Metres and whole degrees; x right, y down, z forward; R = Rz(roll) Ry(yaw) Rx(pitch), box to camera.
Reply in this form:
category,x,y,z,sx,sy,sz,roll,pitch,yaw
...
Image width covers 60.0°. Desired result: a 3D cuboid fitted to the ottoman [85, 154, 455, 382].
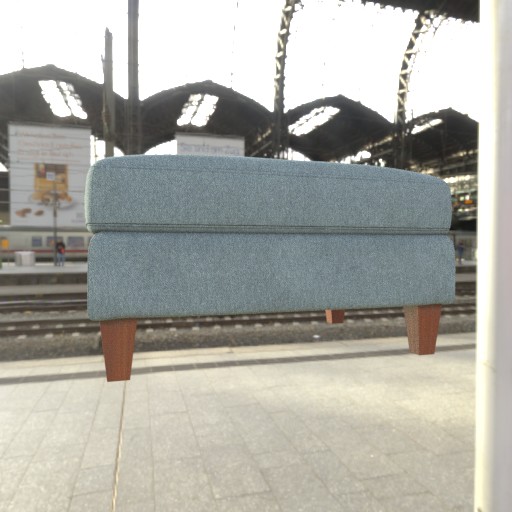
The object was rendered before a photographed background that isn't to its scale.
category,x,y,z,sx,sy,sz,roll,pitch,yaw
ottoman,0.000,0.000,1.224,0.864,0.483,0.584,0,1,-17
